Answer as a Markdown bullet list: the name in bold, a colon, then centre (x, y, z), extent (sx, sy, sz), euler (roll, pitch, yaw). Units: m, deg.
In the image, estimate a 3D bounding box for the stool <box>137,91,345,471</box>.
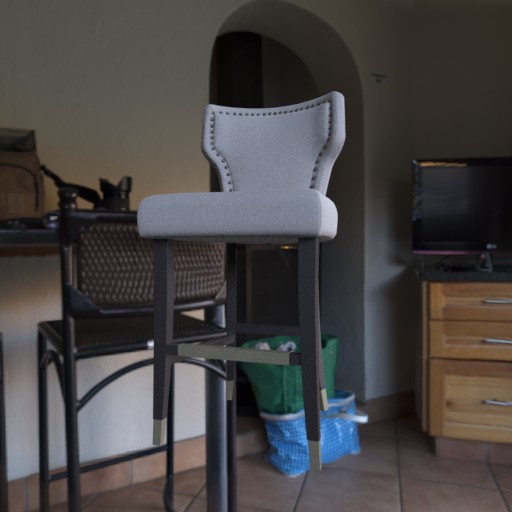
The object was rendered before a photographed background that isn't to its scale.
- **stool**: centre (0.000, 0.000, 1.402), extent (0.526, 1.092, 0.563), euler (0, 1, 18)
